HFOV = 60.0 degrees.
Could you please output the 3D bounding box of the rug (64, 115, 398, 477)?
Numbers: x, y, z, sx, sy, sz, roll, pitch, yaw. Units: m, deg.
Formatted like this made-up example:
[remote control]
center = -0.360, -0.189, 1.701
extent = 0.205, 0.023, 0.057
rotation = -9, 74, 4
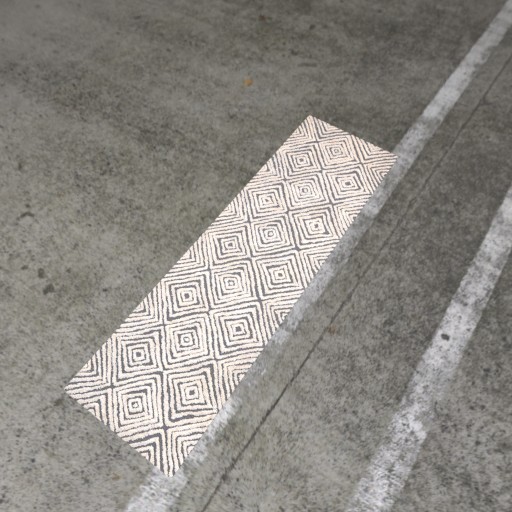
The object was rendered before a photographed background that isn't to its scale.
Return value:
[rug]
center = 0.000, 0.000, 2.503
extent = 0.676, 0.008, 2.277
rotation = 31, 64, 17
